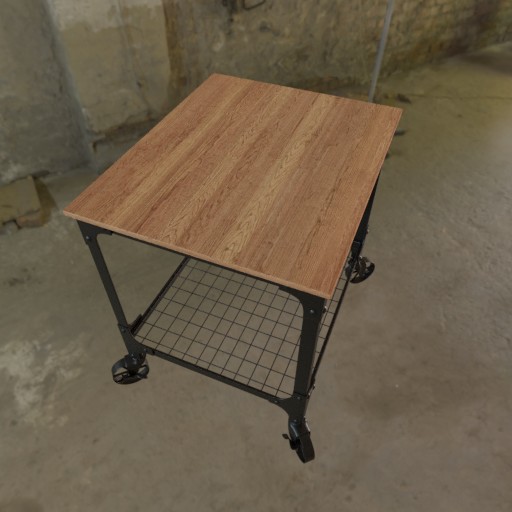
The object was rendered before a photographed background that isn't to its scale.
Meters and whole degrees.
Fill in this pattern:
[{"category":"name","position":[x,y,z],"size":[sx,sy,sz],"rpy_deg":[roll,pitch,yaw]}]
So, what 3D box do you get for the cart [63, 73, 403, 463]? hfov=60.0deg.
[{"category":"cart","position":[0.000,0.000,1.110],"size":[0.558,0.603,0.666],"rpy_deg":[17,49,15]}]
